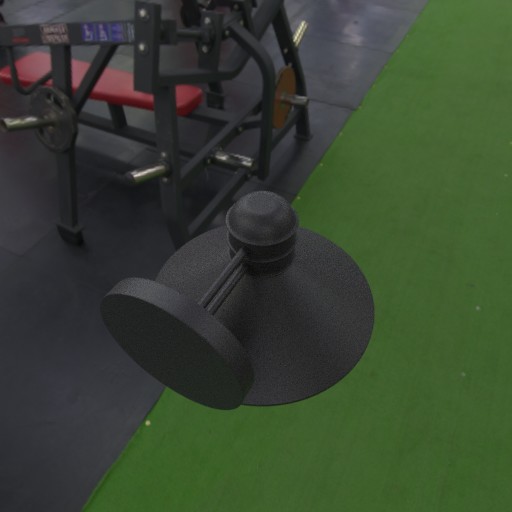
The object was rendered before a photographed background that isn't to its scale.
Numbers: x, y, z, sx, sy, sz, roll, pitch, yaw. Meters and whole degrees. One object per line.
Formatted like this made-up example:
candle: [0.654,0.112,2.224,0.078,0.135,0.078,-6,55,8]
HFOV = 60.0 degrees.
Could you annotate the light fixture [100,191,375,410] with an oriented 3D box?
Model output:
light fixture: [0.000,0.000,0.682,0.396,0.265,0.434,22,51,19]
